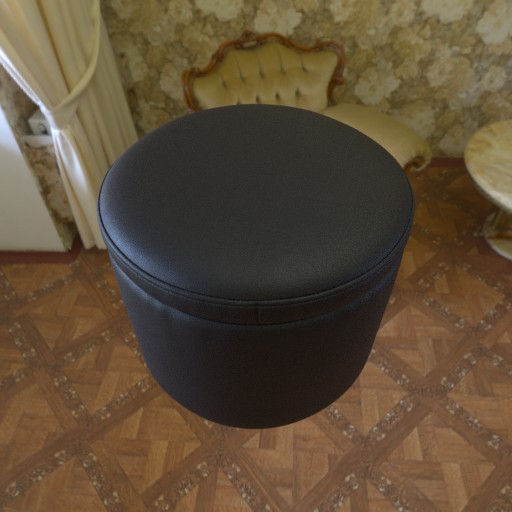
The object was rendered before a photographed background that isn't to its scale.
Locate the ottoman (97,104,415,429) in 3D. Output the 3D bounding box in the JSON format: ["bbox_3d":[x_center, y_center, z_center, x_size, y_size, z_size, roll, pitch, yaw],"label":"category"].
[{"bbox_3d":[0.000,0.000,0.833,0.501,0.409,0.501,0,46,0],"label":"ottoman"}]
